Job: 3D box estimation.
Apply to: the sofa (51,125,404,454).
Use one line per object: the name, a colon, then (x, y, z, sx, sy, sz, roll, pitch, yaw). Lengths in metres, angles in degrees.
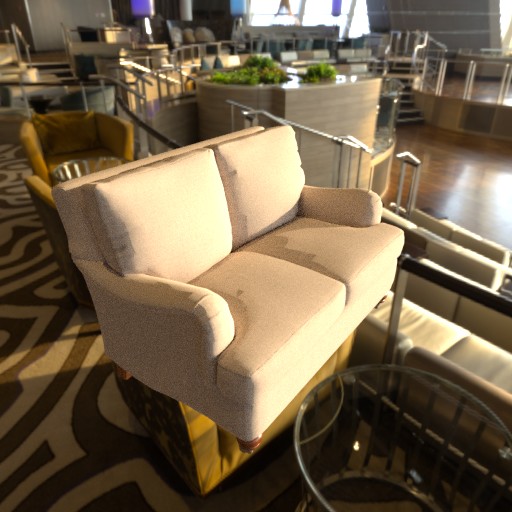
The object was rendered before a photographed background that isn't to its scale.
sofa: (0.000, 0.000, 2.268, 1.087, 1.048, 1.508, 19, 34, 32)
